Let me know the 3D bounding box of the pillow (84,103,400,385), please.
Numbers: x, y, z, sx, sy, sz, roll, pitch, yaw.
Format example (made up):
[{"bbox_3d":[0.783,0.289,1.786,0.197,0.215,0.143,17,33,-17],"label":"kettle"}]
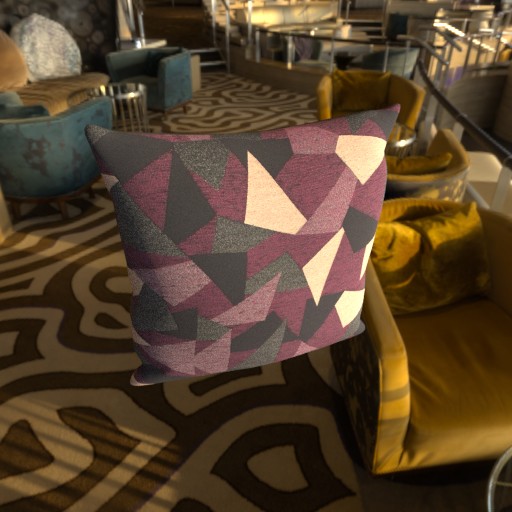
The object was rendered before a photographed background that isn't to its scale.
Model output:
[{"bbox_3d":[0.000,0.000,0.779,0.503,0.496,0.208,-10,34,-15],"label":"pillow"}]
